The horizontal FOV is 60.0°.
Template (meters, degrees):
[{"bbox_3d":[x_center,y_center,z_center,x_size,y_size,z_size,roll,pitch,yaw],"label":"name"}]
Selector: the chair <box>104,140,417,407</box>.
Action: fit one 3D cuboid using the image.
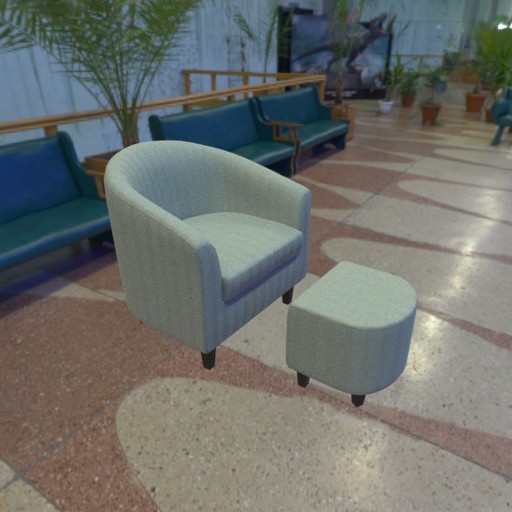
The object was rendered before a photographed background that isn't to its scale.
[{"bbox_3d":[0.000,0.000,1.794,1.288,0.757,0.756,17,31,31],"label":"chair"}]
